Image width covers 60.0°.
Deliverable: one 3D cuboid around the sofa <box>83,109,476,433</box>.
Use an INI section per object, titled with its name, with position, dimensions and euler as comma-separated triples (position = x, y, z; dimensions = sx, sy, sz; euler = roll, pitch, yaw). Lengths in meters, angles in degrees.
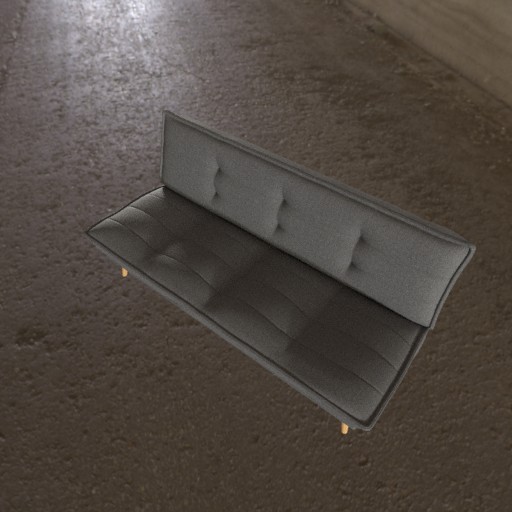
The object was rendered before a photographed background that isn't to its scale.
[sofa]
position = 0.000, 0.000, 2.464
dimensions = 1.940, 0.890, 0.950
euler = 30, 53, 26
